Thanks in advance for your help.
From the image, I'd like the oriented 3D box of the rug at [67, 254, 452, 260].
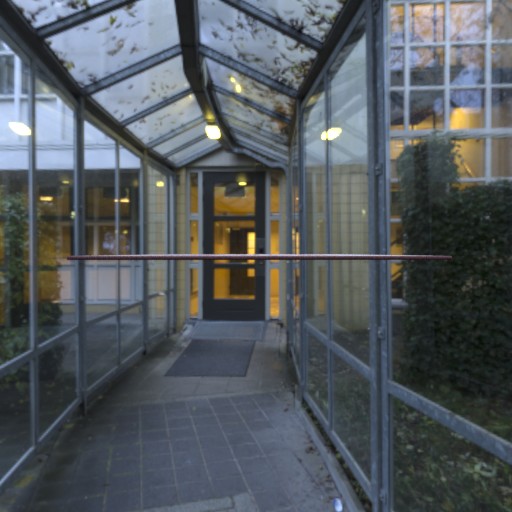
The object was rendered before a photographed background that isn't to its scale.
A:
[{"bbox_3d":[0.000,0.000,5.773,3.033,0.033,4.578,0,0,-1],"label":"rug"}]
